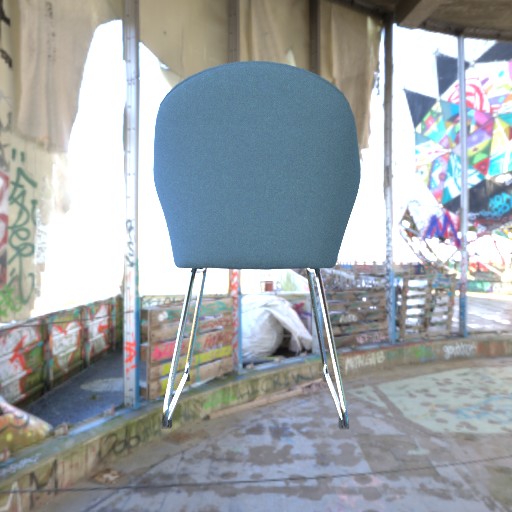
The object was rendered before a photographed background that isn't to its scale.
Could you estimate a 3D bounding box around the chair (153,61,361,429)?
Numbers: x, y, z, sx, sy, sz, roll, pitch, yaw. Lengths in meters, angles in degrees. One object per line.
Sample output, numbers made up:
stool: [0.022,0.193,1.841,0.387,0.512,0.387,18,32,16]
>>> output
chair: [0.000,0.000,1.210,0.570,0.815,0.585,0,0,1]
